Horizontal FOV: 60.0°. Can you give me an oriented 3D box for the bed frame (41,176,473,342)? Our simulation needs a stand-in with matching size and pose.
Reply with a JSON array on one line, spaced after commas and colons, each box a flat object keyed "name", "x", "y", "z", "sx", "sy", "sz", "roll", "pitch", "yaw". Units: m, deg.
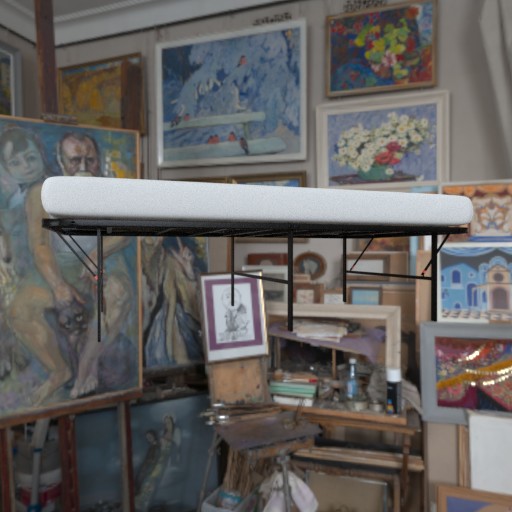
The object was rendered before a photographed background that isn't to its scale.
[{"name": "bed frame", "x": 0.000, "y": 0.000, "z": 2.282, "sx": 1.903, "sy": 0.619, "sz": 0.989, "roll": 0, "pitch": 1, "yaw": -18}]
